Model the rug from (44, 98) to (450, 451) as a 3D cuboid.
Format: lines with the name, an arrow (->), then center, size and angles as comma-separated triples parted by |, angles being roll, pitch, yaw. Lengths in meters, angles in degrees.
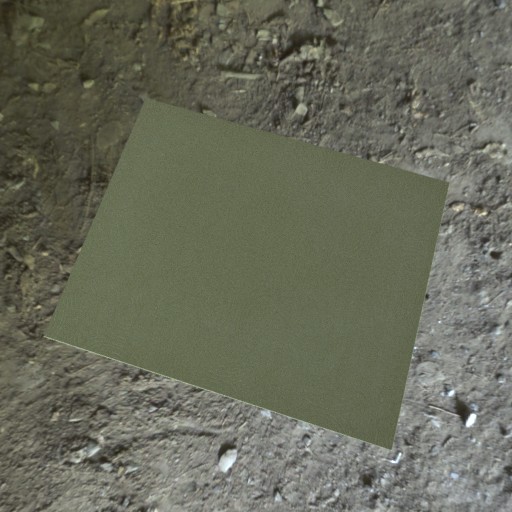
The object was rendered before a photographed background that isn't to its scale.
rug -> 0.000, 0.000, 3.369 | 2.584, 0.011, 2.073 | 17, 76, 4
